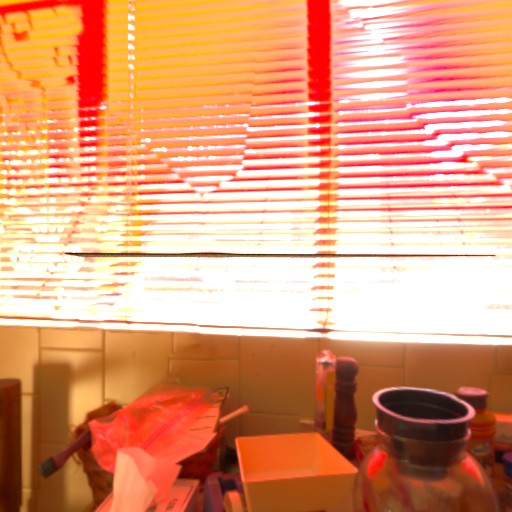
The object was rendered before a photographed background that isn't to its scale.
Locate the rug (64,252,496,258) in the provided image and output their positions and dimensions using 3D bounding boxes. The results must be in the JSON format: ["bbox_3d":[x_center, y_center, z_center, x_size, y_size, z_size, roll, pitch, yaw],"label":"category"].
[{"bbox_3d":[0.000,0.000,4.060,3.068,0.021,2.456,0,-1,-19],"label":"rug"}]
